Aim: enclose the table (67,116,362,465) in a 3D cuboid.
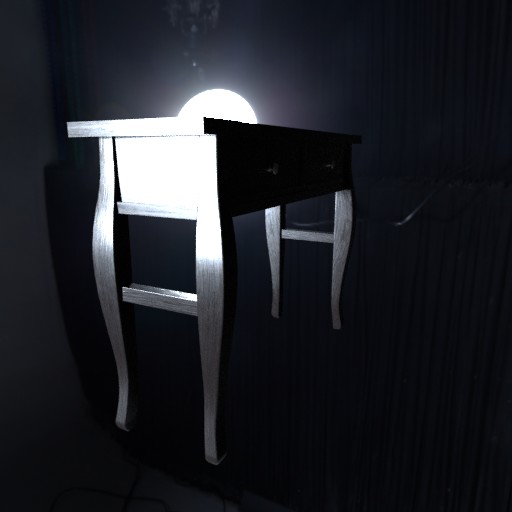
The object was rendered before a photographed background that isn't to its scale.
[{"bbox_3d":[0.000,0.000,1.413,0.373,0.768,1.062,7,15,27],"label":"table"}]
